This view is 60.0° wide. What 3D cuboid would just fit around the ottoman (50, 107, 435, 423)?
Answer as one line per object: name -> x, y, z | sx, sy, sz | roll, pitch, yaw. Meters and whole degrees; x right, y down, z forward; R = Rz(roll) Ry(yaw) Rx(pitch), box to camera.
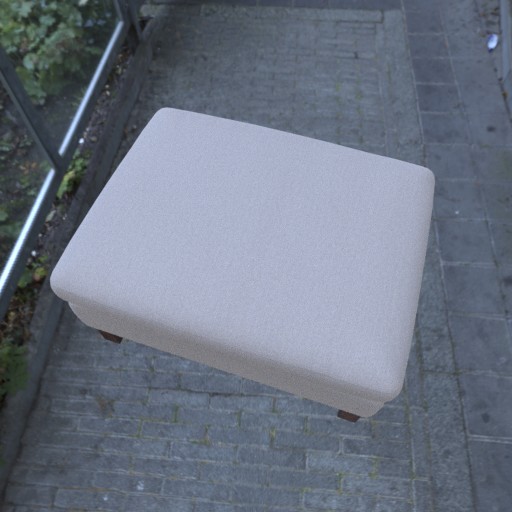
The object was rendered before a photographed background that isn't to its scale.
ottoman -> 0.000, 0.000, 1.144 | 0.771, 0.420, 0.606 | 16, 60, 9
